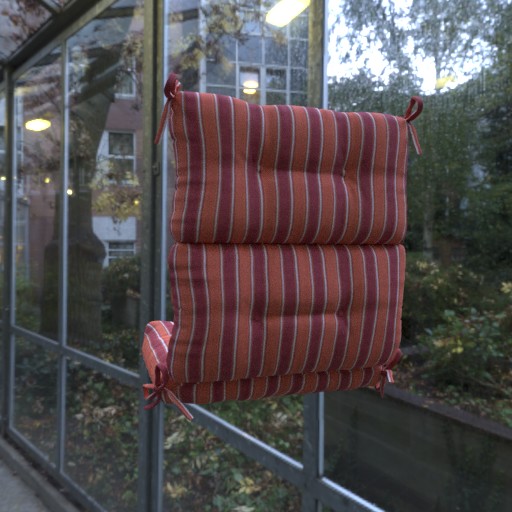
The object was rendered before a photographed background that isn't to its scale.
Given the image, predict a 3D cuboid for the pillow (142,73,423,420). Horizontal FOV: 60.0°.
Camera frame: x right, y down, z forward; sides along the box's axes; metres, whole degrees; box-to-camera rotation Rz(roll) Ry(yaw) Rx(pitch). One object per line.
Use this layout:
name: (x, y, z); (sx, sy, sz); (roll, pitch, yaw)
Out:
pillow: (0.000, 0.000, 1.015); (0.519, 0.605, 0.571); (0, 0, -18)
